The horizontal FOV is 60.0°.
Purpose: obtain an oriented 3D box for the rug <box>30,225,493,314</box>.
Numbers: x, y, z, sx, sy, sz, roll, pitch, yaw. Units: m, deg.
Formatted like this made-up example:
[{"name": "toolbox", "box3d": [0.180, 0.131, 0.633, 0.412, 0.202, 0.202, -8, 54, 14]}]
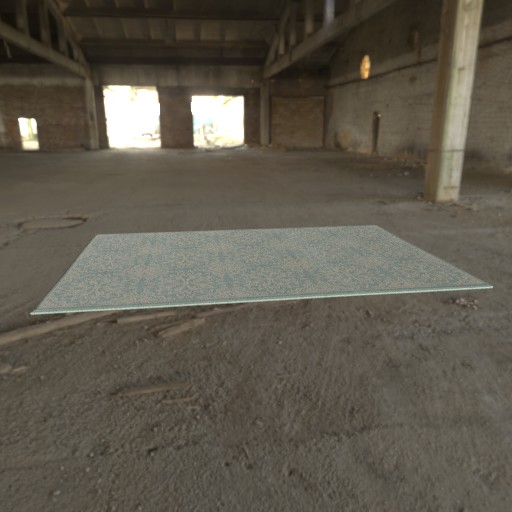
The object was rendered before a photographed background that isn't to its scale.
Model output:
[{"name": "rug", "box3d": [0.000, 0.000, 2.311, 1.840, 0.012, 1.219, -2, 17, -8]}]
